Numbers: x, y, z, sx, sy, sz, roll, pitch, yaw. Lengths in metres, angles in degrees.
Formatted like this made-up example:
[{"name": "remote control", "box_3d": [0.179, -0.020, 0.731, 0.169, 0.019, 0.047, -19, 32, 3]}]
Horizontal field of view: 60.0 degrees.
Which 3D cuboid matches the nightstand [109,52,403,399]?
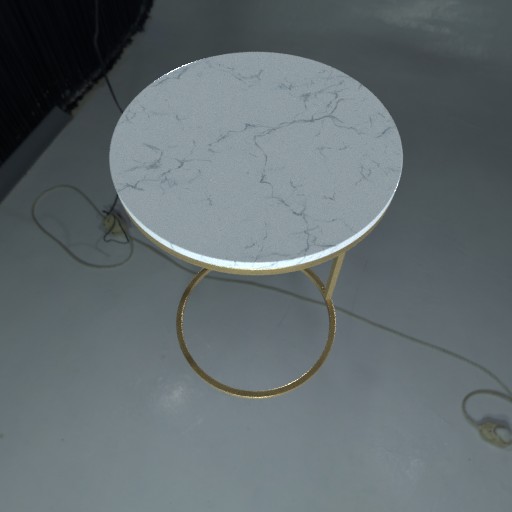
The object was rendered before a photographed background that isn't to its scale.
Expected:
[{"name": "nightstand", "box_3d": [0.000, 0.000, 0.871, 0.400, 0.610, 0.400, 15, 59, 9]}]
